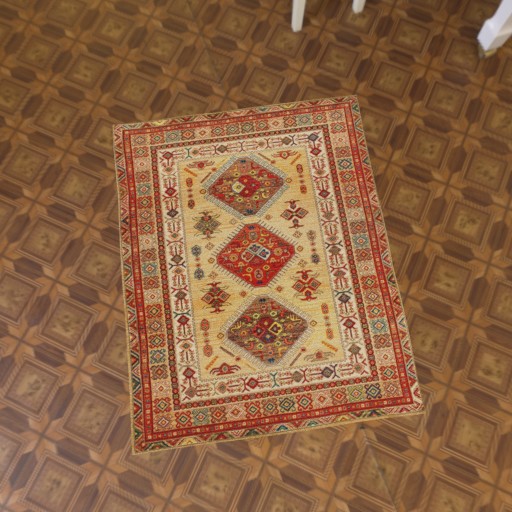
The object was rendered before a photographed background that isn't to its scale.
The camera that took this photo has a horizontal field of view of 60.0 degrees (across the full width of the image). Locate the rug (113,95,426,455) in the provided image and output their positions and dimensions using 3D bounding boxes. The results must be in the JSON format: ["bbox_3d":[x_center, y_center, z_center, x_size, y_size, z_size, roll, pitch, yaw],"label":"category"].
[{"bbox_3d":[0.000,0.000,4.045,2.460,0.005,3.067,-7,75,-2],"label":"rug"}]
